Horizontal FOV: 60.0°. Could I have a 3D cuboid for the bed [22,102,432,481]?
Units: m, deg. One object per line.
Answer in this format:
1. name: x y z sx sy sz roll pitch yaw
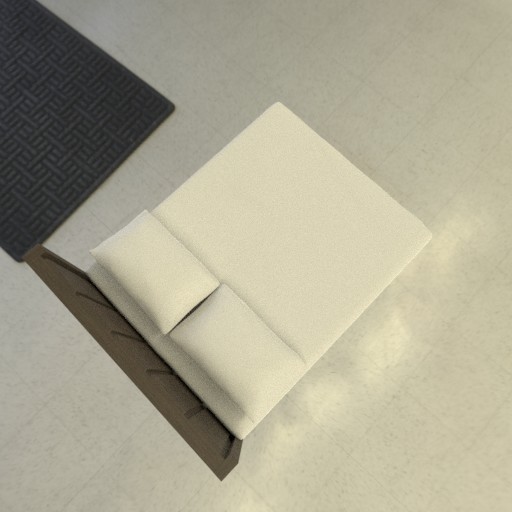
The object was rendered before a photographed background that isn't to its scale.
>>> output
1. bed: 0.000 0.000 3.311 2.242 1.270 1.727 -44 79 -11
